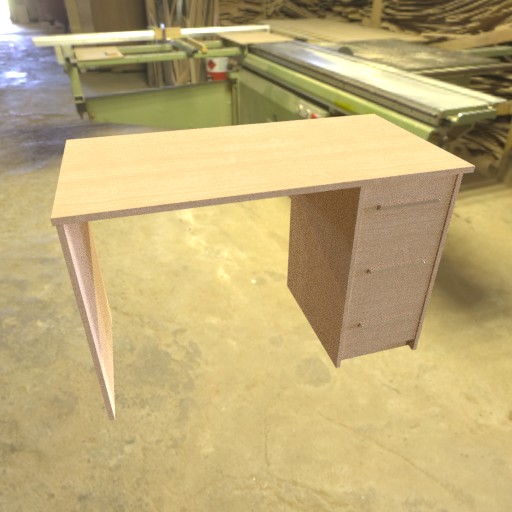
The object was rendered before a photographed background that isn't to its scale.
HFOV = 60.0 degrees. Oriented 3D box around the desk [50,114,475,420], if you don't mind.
[{"bbox_3d":[0.000,0.000,1.517,1.097,0.735,0.560,-9,34,-14],"label":"desk"}]
